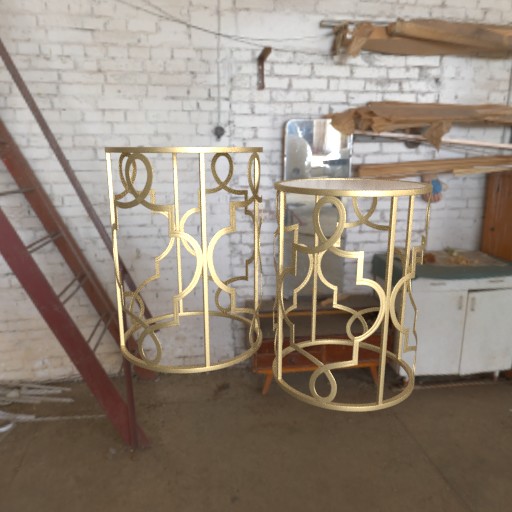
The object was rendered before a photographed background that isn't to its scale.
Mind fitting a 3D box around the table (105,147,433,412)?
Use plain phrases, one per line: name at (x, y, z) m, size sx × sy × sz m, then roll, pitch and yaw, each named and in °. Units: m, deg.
table at (0.000, 0.000, 1.183) m, size 0.846 × 0.564 × 0.420 m, roll 7°, pitch 15°, yaw 25°
